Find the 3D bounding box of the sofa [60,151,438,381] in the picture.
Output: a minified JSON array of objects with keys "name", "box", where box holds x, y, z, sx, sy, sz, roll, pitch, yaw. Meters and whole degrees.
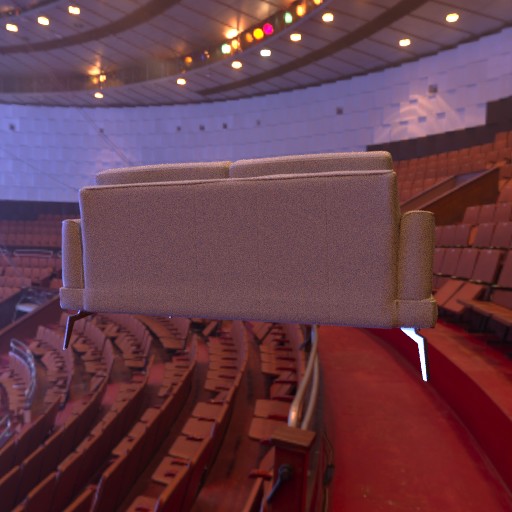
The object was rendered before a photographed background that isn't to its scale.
[{"name":"sofa","box":[0.000,0.000,2.460,1.819,0.930,1.121,0,1,18]}]
